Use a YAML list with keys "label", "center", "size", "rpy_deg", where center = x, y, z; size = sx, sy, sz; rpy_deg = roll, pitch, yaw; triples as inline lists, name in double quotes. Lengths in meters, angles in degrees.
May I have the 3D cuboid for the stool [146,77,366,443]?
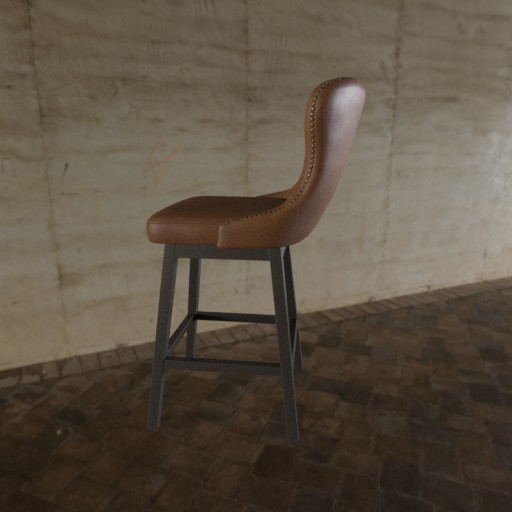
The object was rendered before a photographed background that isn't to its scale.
- label: "stool"
  center: [0.000, 0.000, 1.351]
  size: [0.593, 0.971, 0.528]
  rpy_deg: [2, 15, 7]
